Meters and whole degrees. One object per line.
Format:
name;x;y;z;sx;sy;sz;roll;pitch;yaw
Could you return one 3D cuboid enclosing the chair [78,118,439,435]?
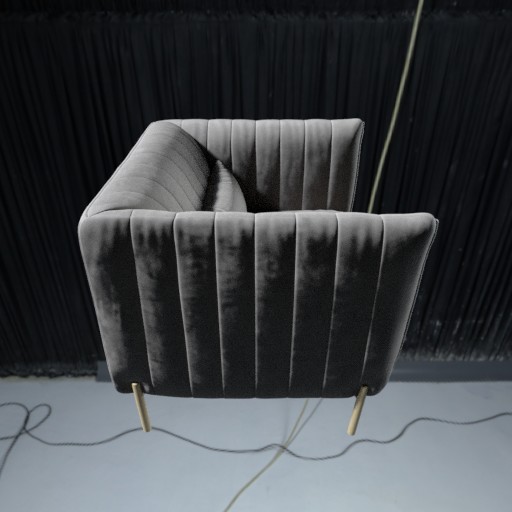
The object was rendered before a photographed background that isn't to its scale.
chair;0.000;0.000;1.616;0.873;0.779;0.981;0;32;0
